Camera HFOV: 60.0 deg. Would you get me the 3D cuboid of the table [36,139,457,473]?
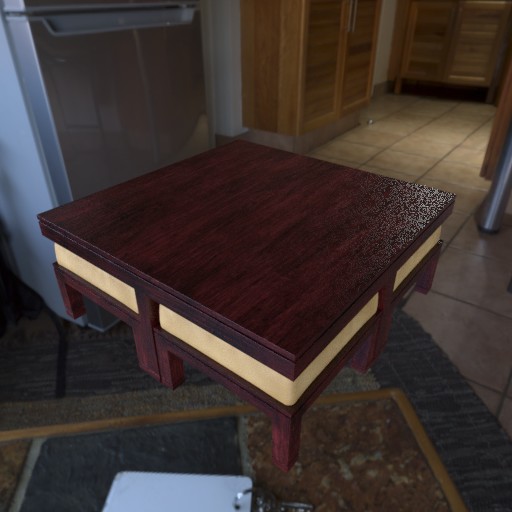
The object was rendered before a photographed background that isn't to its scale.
[{"bbox_3d":[0.000,0.000,1.378,0.865,0.356,0.865,23,39,32],"label":"table"}]
